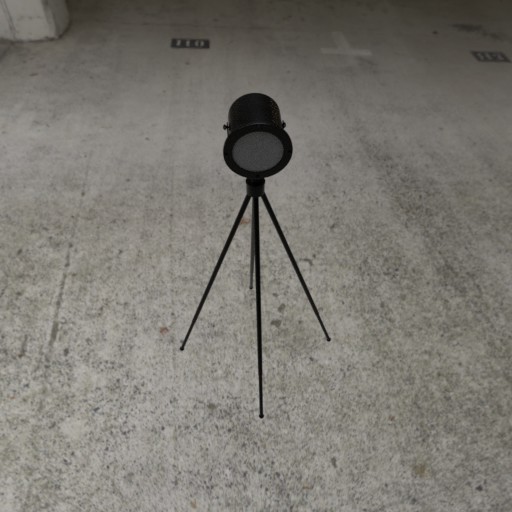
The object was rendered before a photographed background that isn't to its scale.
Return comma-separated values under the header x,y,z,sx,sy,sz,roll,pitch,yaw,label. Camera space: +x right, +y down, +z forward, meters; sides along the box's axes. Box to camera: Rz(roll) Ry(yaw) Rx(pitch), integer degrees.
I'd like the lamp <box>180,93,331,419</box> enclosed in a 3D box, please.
x,y,z,sx,sy,sz,roll,pitch,yaw,label
0.000,0.000,2.038,0.879,1.504,0.884,-3,46,-3,lamp
